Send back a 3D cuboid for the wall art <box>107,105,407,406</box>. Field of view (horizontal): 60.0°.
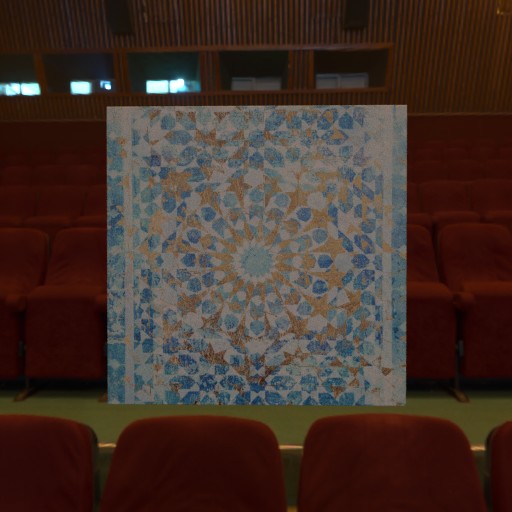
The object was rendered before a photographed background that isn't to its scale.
[{"bbox_3d":[0.000,0.000,1.375,0.916,0.916,0.040,0,1,1],"label":"wall art"}]
